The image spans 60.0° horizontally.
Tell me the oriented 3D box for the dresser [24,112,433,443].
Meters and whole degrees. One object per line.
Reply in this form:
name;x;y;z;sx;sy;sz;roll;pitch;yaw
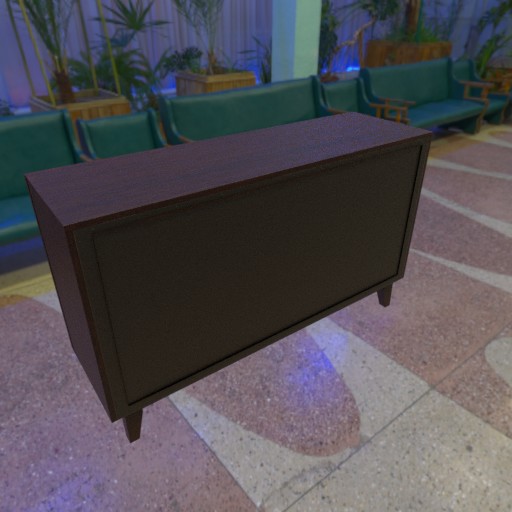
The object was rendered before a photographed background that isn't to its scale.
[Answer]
dresser;0.000;0.000;1.998;1.609;0.971;0.499;-20;36;-30
